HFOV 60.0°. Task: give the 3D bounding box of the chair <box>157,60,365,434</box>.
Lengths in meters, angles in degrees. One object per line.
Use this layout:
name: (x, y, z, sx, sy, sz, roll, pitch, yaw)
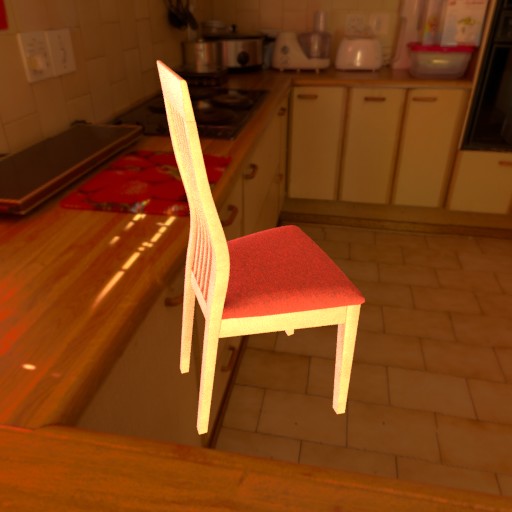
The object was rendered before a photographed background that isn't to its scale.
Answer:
chair: (0.000, 0.000, 1.283, 0.474, 1.027, 0.460, -10, 32, -17)
